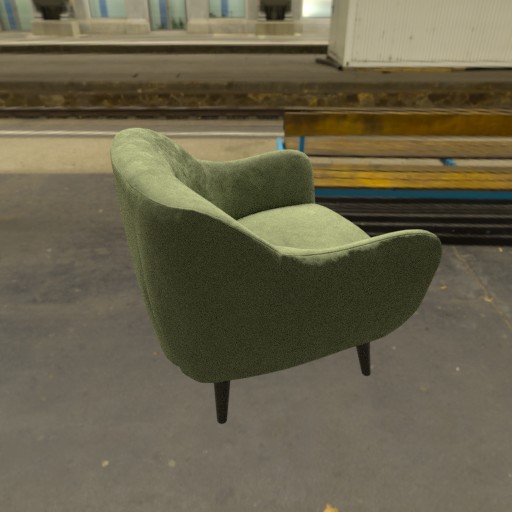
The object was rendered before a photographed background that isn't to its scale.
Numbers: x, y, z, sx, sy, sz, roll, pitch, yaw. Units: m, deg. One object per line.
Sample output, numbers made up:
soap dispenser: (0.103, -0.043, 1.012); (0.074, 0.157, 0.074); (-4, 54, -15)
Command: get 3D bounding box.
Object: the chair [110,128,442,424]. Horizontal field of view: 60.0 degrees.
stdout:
chair: (0.000, 0.000, 1.492); (0.819, 0.804, 0.840); (-12, 33, -19)
